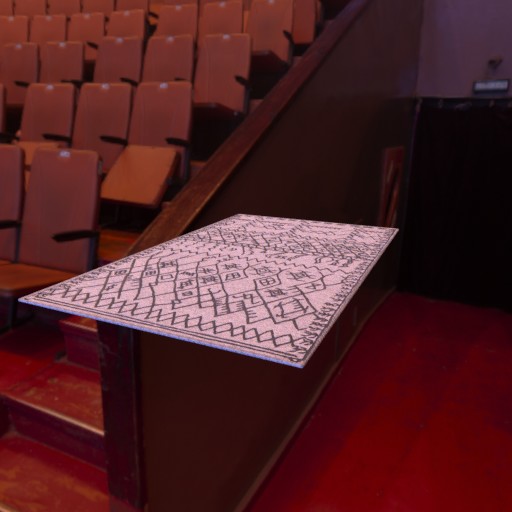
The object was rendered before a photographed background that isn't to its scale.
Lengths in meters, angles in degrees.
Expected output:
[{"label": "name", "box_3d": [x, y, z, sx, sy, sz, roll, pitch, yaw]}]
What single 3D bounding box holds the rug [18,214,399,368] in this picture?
[{"label": "rug", "box_3d": [0.000, 0.000, 2.999, 1.526, 0.012, 2.444, 8, 18, 24]}]
